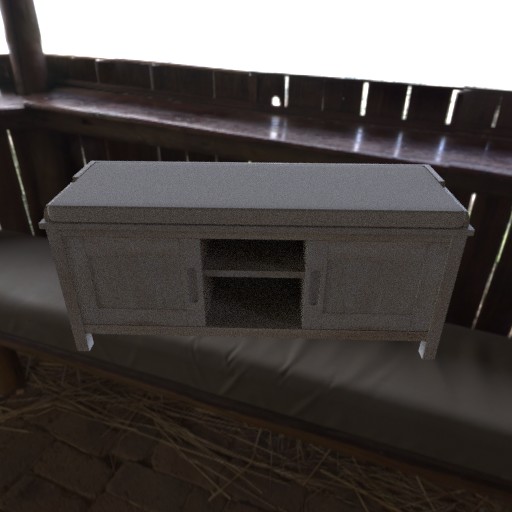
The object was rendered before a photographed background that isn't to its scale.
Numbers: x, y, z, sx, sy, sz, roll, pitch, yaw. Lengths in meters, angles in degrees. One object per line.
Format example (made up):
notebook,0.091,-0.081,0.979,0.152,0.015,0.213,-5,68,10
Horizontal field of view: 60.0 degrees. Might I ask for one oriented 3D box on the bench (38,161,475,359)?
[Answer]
bench,0.000,0.000,1.430,1.140,0.501,0.398,1,30,2
